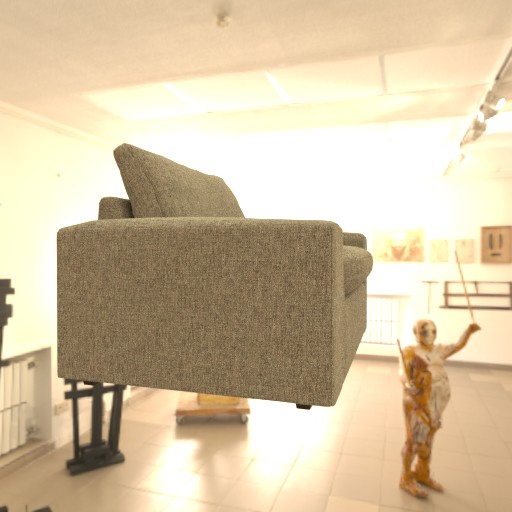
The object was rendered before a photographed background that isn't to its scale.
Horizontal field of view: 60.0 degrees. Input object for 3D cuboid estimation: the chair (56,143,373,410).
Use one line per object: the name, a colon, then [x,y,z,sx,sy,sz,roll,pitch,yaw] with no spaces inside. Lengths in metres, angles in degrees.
chair: [0.000,0.000,2.066,1.039,0.915,1.398,0,1,18]
